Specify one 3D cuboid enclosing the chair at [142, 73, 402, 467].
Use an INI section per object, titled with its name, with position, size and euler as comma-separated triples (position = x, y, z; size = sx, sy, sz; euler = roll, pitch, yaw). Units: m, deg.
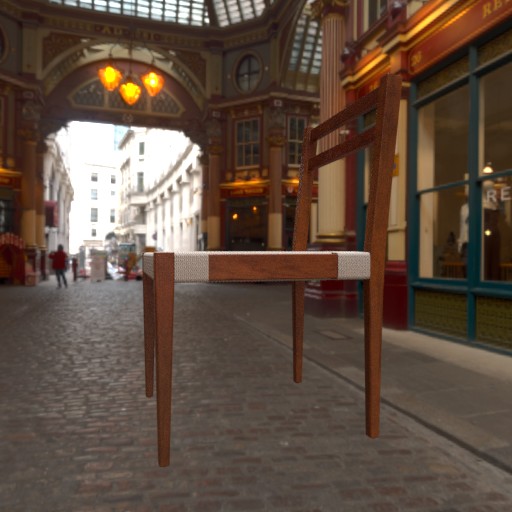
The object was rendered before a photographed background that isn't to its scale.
[chair]
position = 0.000, 0.000, 1.191
size = 0.569, 0.851, 0.495
euler = 0, 0, -17
